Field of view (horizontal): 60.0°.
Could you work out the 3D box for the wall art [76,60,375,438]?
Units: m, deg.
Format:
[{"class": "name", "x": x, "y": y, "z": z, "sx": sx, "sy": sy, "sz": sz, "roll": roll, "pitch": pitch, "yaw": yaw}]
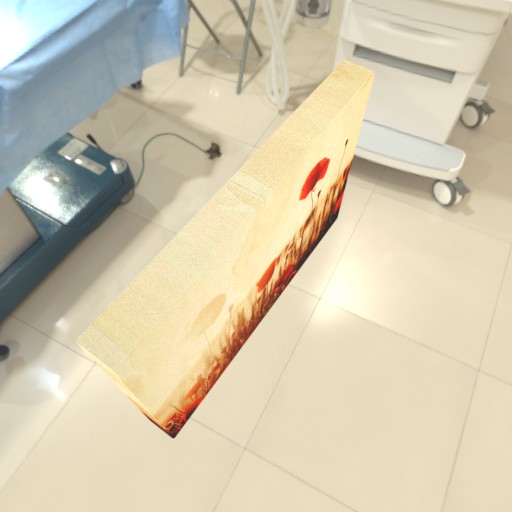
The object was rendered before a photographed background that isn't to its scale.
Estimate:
[{"class": "wall art", "x": 0.000, "y": 0.000, "z": 0.487, "sx": 0.037, "sy": 0.251, "sz": 0.383, "roll": 30, "pitch": 63, "yaw": 18}]
